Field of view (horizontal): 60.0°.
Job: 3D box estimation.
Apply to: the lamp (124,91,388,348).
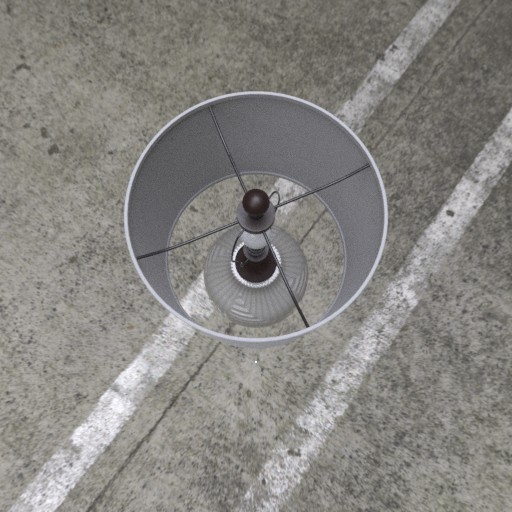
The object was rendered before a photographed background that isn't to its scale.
[{"bbox_3d":[0.000,0.000,0.775,0.318,0.567,0.318,0,77,0],"label":"lamp"}]
